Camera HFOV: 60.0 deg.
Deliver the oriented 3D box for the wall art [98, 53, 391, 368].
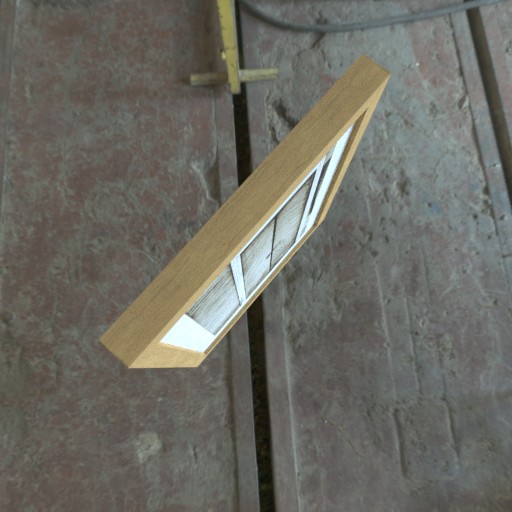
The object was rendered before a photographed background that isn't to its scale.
[{"bbox_3d":[0.000,0.000,0.526,0.030,0.380,0.312,40,79,9],"label":"wall art"}]
